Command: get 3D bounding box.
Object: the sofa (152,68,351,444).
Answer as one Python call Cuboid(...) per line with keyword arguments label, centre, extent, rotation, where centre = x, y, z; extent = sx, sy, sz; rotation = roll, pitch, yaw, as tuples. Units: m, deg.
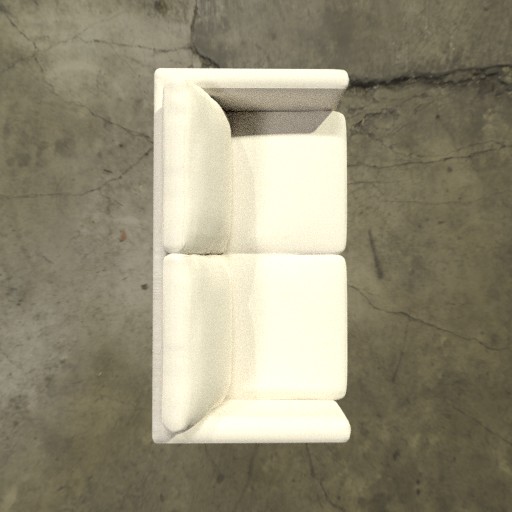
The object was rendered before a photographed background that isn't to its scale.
Cuboid(label="sofa", centre=(0.000, 0.000, 2.258), extent=(0.940, 0.893, 1.713), rotation=(0, 89, -1))
